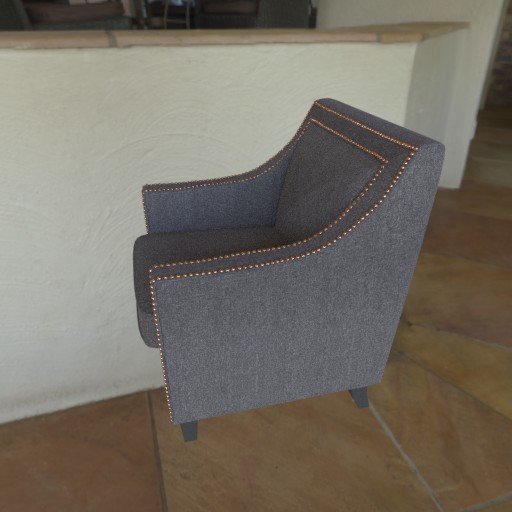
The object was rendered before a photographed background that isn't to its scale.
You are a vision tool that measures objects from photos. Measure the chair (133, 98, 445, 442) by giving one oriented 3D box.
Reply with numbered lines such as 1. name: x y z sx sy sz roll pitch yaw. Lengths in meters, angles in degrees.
1. chair: 0.000 0.000 1.629 0.884 0.967 0.776 -7 29 -13
